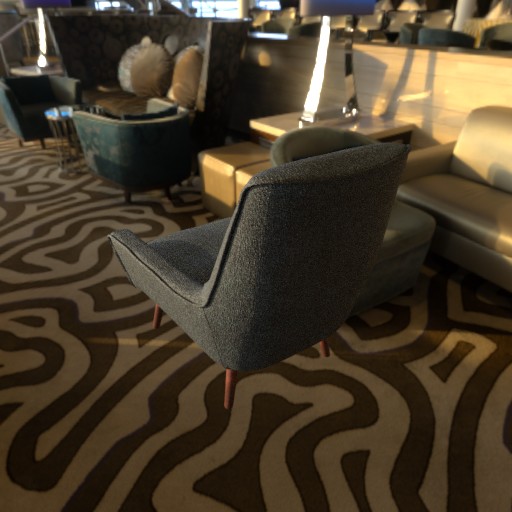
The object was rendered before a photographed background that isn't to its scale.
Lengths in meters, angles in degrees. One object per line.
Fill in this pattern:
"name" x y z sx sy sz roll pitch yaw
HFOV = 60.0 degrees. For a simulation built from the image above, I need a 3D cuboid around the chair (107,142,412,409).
"chair" 0.000 0.000 1.518 0.763 0.883 0.859 -19 35 -29
